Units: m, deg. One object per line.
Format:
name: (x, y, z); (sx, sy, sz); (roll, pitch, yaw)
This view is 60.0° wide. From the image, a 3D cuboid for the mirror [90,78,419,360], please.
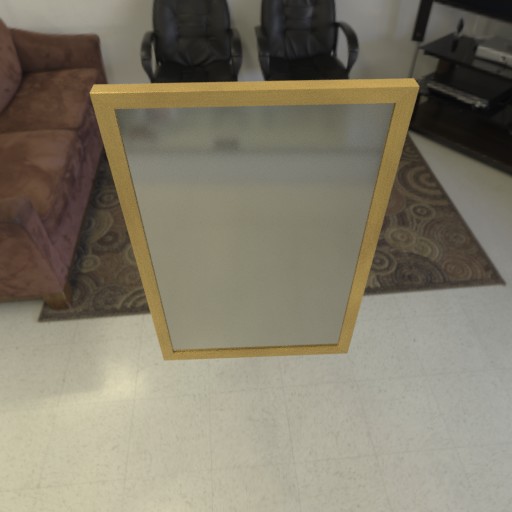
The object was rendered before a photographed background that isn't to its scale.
mirror: (0.000, 0.000, 1.157); (0.609, 0.915, 0.040); (-2, 45, -2)
